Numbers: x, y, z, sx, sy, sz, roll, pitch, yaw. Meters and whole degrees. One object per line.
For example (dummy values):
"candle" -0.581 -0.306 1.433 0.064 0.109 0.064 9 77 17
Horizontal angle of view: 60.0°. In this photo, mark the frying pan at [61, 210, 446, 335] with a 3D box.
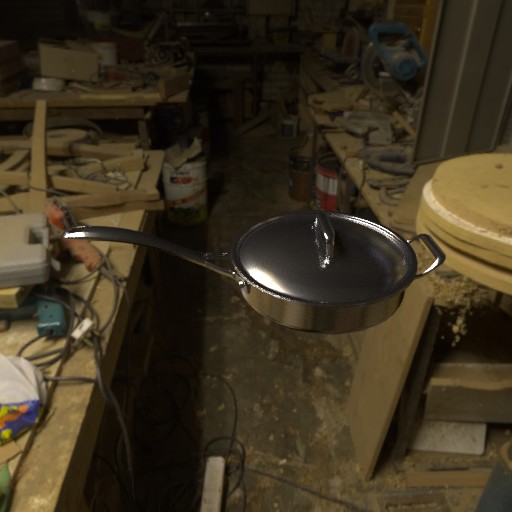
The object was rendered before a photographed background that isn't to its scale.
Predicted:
"frying pan" 0.000 0.000 0.677 0.561 0.114 0.280 -2 31 -3
